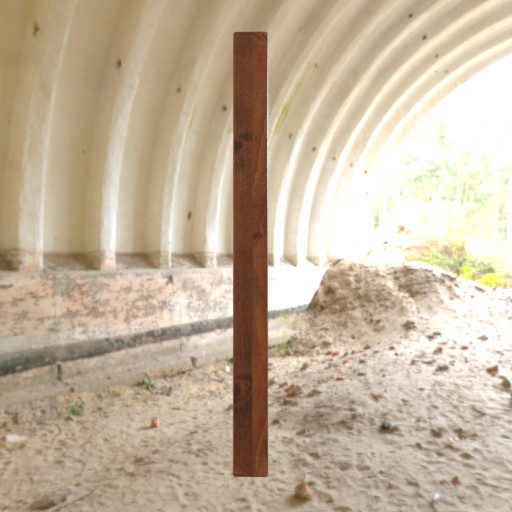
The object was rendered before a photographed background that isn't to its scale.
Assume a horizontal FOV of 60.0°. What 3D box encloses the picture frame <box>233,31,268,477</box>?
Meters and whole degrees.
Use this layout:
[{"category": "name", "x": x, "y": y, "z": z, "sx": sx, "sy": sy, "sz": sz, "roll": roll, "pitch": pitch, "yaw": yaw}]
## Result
[{"category": "picture frame", "x": 0.000, "y": 0.000, "z": 0.529, "sx": 0.028, "sy": 0.356, "sz": 0.352, "roll": 0, "pitch": -1, "yaw": 1}]
